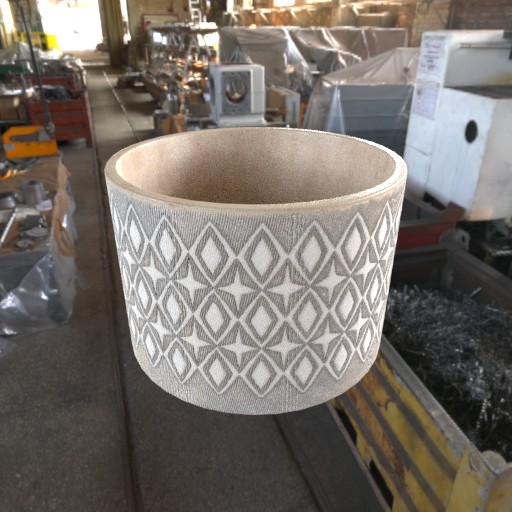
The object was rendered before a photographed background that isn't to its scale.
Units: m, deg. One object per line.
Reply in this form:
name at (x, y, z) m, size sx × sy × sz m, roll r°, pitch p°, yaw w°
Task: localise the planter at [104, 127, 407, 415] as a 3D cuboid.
planter at (0.000, 0.000, 0.279) m, size 0.164 × 0.127 × 0.164 m, roll 0°, pitch 27°, yaw 0°
